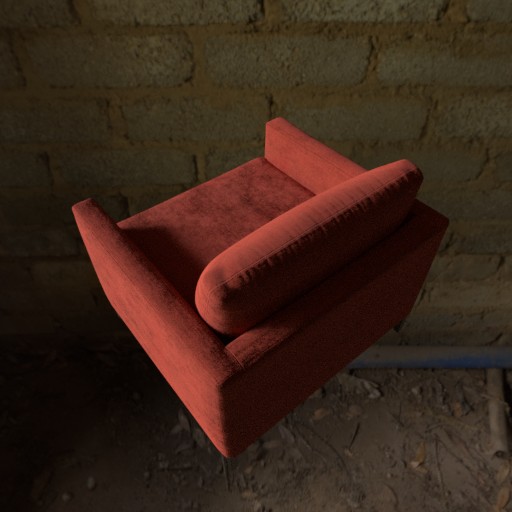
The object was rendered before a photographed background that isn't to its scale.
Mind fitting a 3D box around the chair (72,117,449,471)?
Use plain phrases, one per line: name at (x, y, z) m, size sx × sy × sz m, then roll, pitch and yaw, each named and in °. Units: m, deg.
chair at (0.000, 0.000, 1.617) m, size 0.964 × 0.812 × 0.875 m, roll -31°, pitch 54°, yaw -26°
